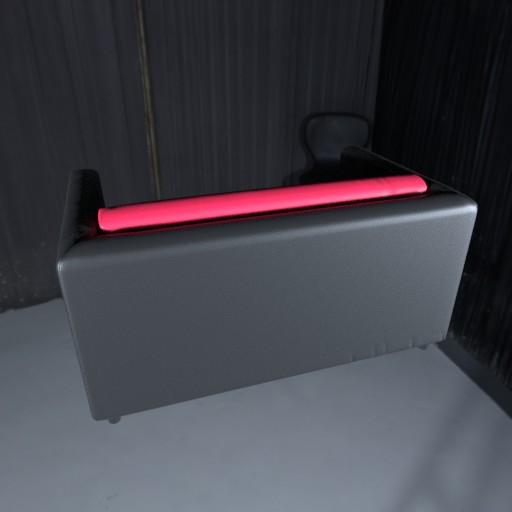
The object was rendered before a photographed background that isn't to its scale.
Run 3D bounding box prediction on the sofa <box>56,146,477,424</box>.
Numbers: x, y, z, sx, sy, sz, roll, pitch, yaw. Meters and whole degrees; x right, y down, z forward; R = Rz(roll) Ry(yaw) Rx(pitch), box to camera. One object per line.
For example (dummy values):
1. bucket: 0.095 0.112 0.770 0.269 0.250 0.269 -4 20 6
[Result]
1. sofa: 0.000 0.000 1.868 1.410 0.735 0.845 -9 29 -16
